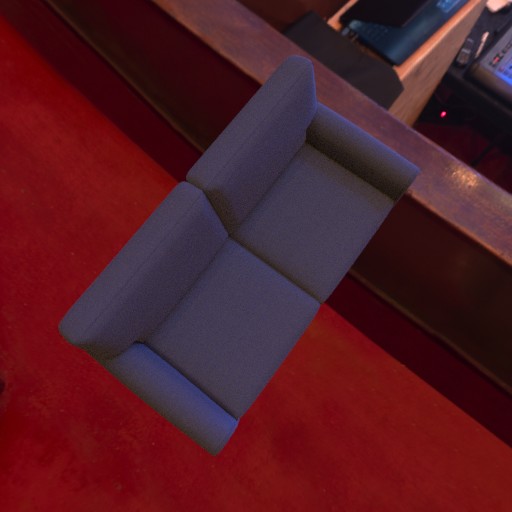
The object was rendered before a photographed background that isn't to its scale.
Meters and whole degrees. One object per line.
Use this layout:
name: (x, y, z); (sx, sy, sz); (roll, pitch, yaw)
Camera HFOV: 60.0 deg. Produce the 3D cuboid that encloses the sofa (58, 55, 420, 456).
sofa: (0.000, 0.000, 2.522); (0.940, 1.020, 1.930); (36, 78, 9)
